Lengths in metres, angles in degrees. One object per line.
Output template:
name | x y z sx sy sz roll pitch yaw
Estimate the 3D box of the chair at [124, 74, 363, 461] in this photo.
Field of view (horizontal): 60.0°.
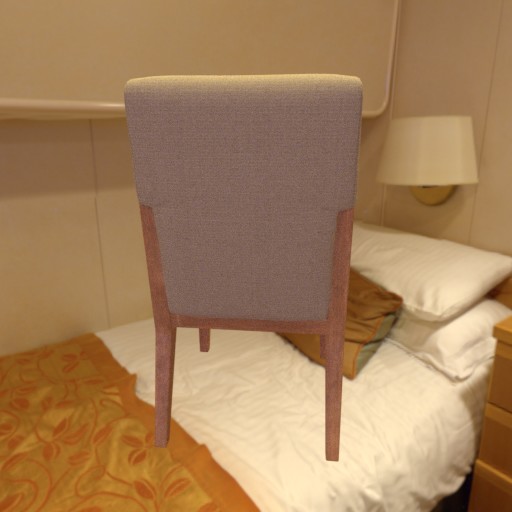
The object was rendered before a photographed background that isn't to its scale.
chair | 0.000 0.000 1.264 0.507 0.911 0.586 2 17 6
